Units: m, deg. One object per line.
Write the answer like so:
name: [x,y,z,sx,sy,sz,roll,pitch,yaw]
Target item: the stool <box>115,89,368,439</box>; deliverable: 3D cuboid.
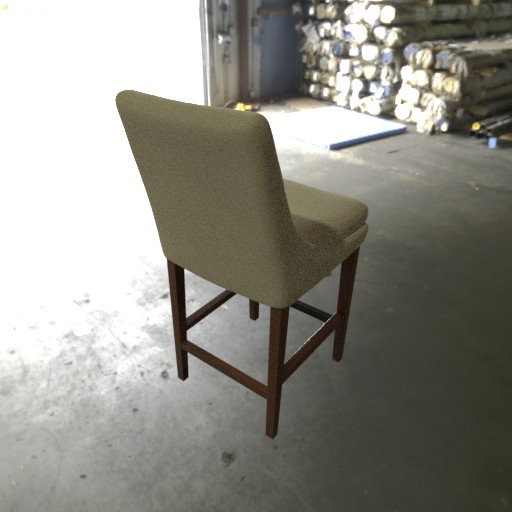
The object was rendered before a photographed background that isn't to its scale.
stool: [0.000,0.000,1.330,0.470,0.981,0.577,22,37,31]
